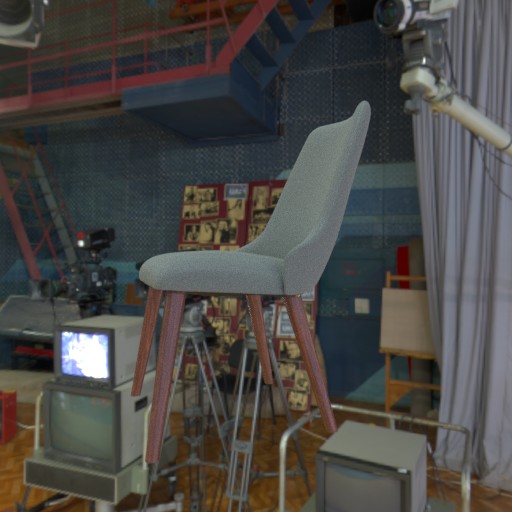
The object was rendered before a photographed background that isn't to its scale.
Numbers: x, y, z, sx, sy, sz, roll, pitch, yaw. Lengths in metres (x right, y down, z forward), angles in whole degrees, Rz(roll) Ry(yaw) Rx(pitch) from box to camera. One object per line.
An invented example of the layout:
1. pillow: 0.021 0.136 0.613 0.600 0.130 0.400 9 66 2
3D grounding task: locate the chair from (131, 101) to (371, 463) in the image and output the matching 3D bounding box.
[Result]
1. chair: 0.000 0.000 1.341 0.707 0.918 0.535 0 0 -19
